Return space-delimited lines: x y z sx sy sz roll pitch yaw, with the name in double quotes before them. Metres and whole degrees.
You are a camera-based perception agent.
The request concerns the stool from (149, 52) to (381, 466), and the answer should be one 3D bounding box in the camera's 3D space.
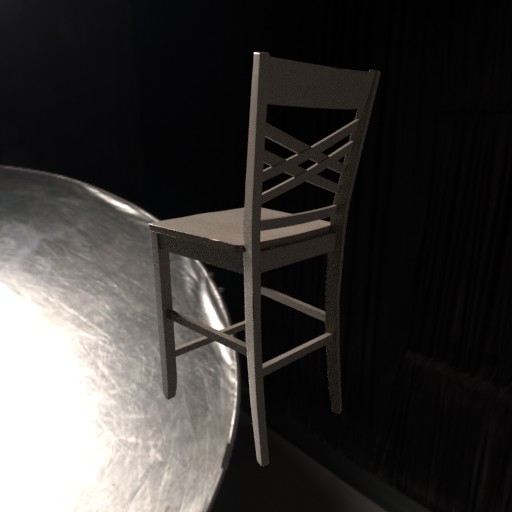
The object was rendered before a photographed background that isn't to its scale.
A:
"stool" 0.000 0.000 1.391 0.462 1.079 0.539 -15 22 -41
